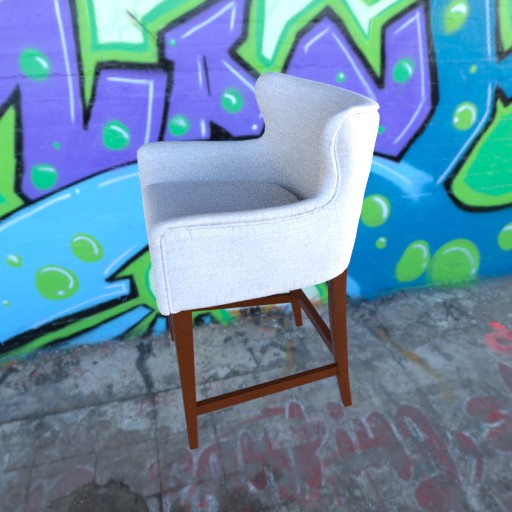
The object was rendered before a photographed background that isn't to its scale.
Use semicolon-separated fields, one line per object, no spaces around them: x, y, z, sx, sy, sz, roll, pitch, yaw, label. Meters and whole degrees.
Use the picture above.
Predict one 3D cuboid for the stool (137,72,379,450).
0.000;0.000;1.382;0.637;0.987;0.615;-8;31;-13;stool
